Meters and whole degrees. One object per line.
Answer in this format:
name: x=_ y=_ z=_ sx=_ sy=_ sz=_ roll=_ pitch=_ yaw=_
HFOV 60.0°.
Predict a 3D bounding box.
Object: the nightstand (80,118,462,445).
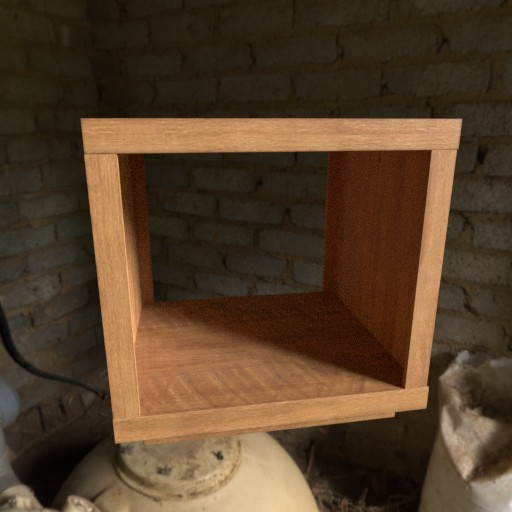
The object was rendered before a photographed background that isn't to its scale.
nightstand: x=0.000 y=0.000 z=0.831 sx=0.493 sy=0.491 sz=0.436 roll=-3 pitch=17 yaw=-9
